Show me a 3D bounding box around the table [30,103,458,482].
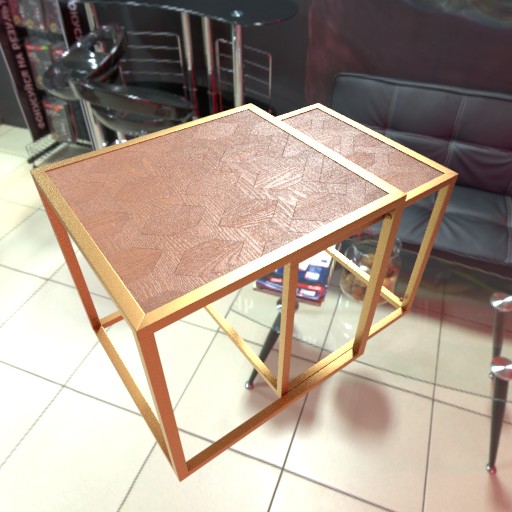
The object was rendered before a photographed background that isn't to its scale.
[{"bbox_3d":[0.000,0.000,1.073,0.762,0.505,0.505,-26,48,-26],"label":"table"}]
